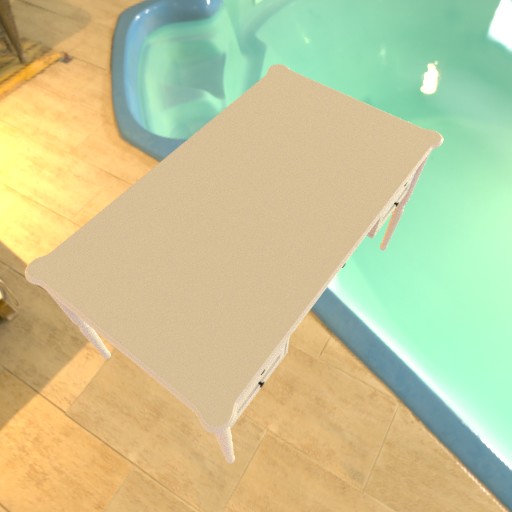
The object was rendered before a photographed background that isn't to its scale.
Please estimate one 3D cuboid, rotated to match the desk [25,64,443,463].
[{"bbox_3d":[0.000,0.000,1.847,0.807,0.762,1.380,32,62,19],"label":"desk"}]
